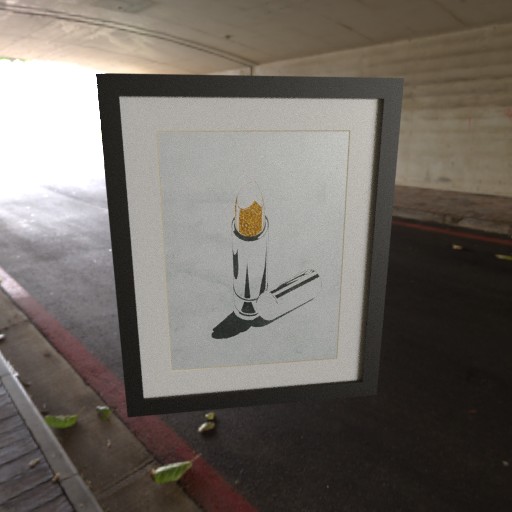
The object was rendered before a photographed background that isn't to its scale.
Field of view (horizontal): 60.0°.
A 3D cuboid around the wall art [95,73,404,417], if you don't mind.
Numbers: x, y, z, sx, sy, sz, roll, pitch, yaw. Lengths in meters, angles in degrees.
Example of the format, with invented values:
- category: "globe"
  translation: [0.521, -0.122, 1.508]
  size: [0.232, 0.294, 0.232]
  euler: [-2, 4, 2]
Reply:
- category: "wall art"
  translation: [0.000, 0.000, 0.741]
  size: [0.457, 0.559, 0.029]
  euler: [-2, 16, -8]
